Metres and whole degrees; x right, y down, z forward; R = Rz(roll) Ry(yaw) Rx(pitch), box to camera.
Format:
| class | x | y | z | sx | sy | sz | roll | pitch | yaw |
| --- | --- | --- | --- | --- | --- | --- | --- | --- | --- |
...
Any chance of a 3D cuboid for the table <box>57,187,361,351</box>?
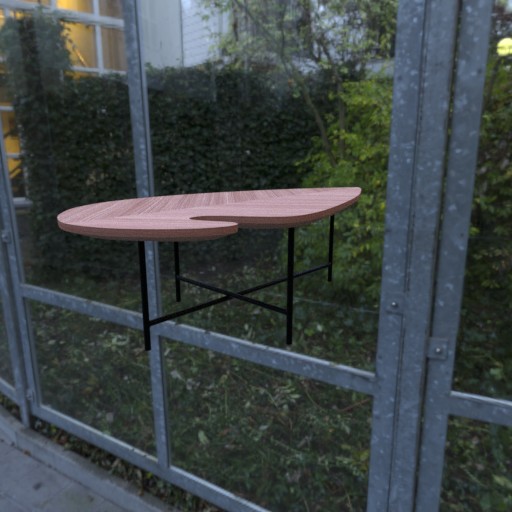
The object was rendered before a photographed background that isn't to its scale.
| class | x | y | z | sx | sy | sz | roll | pitch | yaw |
| --- | --- | --- | --- | --- | --- | --- | --- | --- | --- |
| table | 0.000 | 0.000 | 1.421 | 0.598 | 0.360 | 1.199 | 13 | 19 | 42 |
